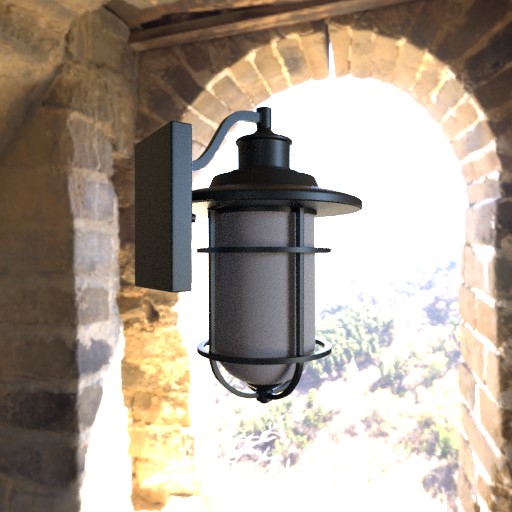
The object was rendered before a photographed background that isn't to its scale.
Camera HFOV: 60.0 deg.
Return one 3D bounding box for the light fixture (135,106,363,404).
[{"bbox_3d":[0.000,0.000,0.513,0.252,0.345,0.222,0,0,-33],"label":"light fixture"}]
